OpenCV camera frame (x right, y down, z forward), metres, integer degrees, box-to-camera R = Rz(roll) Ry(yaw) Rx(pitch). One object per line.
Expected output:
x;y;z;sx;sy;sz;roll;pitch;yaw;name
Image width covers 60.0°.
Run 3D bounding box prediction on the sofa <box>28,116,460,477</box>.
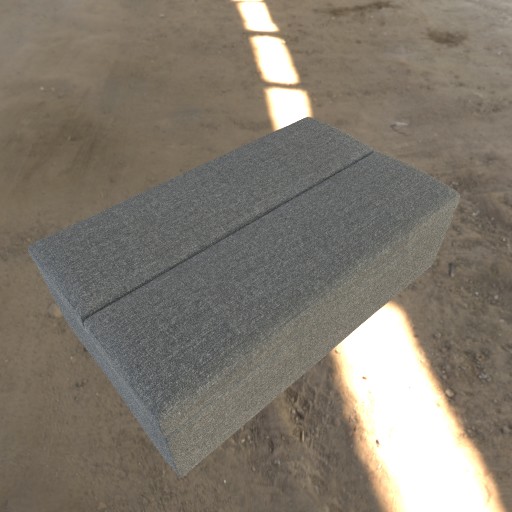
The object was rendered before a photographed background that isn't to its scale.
0.000;0.000;1.543;1.198;0.417;0.782;-32;53;-28;sofa
